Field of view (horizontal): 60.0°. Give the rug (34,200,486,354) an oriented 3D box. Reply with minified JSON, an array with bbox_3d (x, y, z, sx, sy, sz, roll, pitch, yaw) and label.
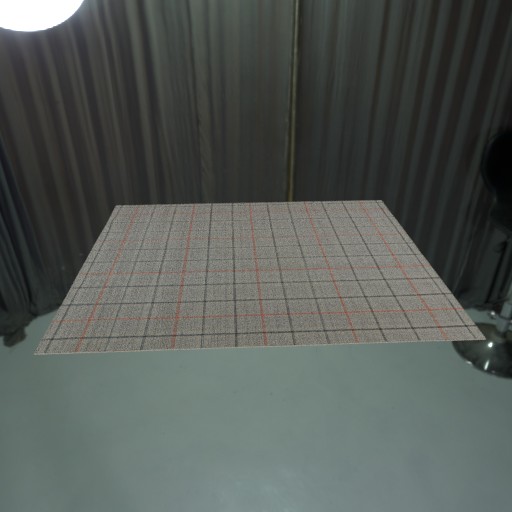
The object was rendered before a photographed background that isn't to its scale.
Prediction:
[{"bbox_3d":[0.000,0.000,4.036,3.048,0.012,2.444,-1,30,-2],"label":"rug"}]
